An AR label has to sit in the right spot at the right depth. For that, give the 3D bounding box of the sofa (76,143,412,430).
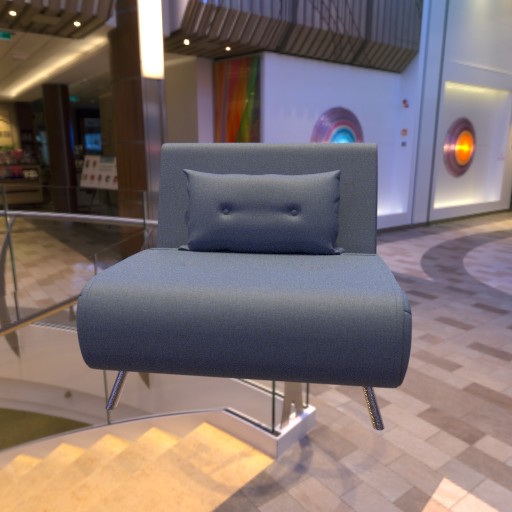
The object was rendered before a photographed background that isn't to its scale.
[{"bbox_3d":[0.000,0.000,1.713,0.999,0.860,0.996,2,13,7],"label":"sofa"}]
